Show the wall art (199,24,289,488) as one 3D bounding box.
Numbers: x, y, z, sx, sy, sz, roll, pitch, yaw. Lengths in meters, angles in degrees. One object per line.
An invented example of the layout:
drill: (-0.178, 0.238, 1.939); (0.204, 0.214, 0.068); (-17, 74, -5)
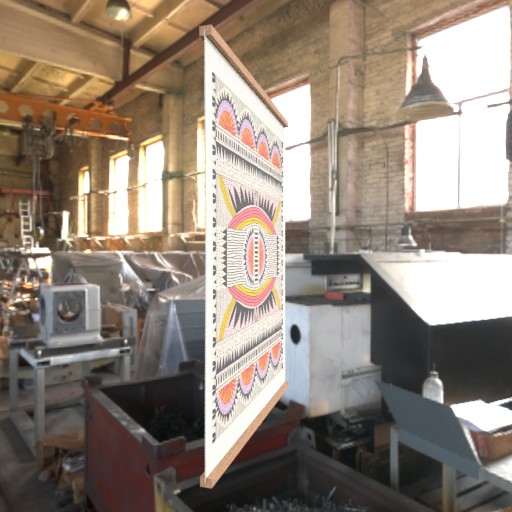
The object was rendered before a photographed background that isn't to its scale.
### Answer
wall art: (0.000, 0.000, 1.337); (0.028, 1.016, 0.765); (0, 1, 17)
